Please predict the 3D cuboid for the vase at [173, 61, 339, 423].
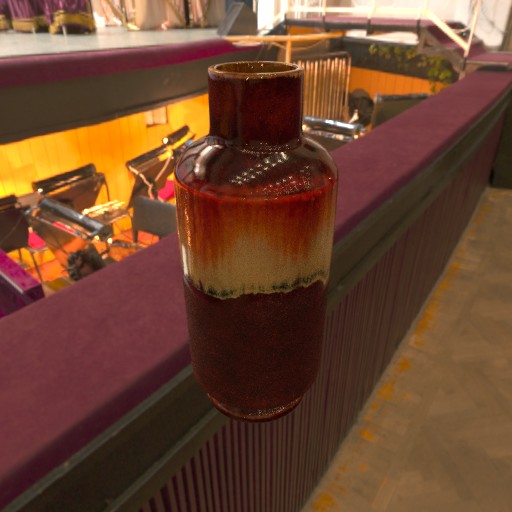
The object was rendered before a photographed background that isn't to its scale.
[{"bbox_3d":[0.000,0.000,0.330,0.111,0.261,0.111,0,30,0],"label":"vase"}]
